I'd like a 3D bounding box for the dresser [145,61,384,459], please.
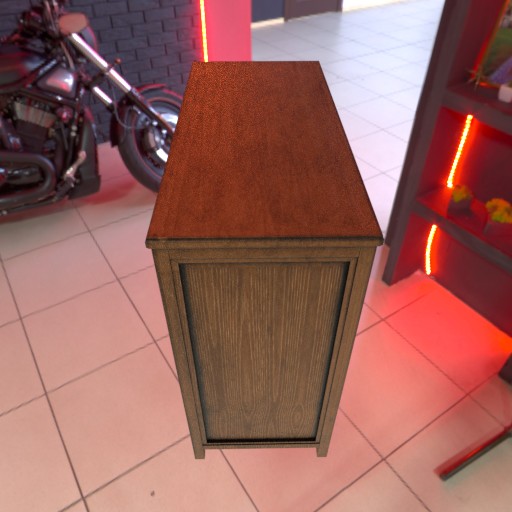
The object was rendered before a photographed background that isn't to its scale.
[{"bbox_3d":[0.000,0.000,1.920,0.591,1.224,1.250,-1,42,-1],"label":"dresser"}]
